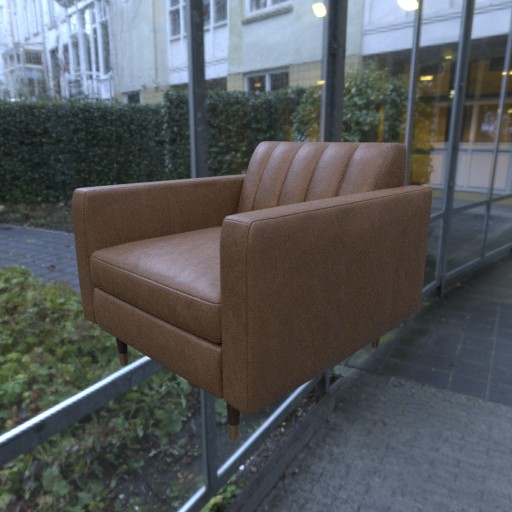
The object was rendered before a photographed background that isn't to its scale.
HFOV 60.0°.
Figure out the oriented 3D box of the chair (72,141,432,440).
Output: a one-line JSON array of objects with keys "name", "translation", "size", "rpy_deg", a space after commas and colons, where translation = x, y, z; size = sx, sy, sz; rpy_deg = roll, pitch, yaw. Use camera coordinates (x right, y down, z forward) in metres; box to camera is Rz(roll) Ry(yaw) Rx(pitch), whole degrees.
[{"name": "chair", "translation": [0.000, 0.000, 1.659], "size": [0.953, 0.819, 0.998], "rpy_deg": [14, 21, 42]}]
